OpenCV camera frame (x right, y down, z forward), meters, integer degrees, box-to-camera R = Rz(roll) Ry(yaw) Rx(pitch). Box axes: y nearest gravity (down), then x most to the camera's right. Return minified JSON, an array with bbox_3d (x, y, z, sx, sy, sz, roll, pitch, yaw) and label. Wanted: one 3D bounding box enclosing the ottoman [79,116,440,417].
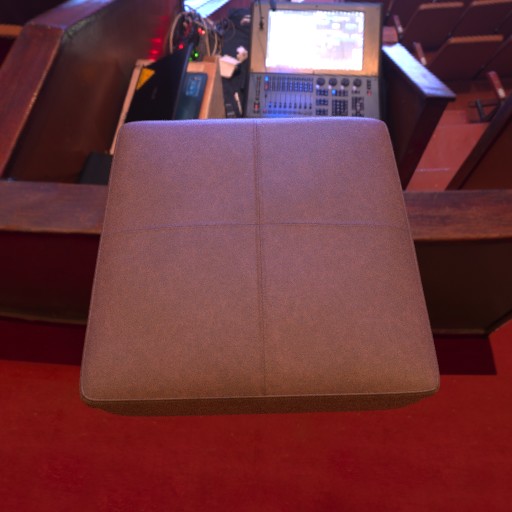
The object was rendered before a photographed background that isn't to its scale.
[{"bbox_3d":[0.000,0.000,1.762,1.168,0.490,1.168,-1,63,-1],"label":"ottoman"}]
